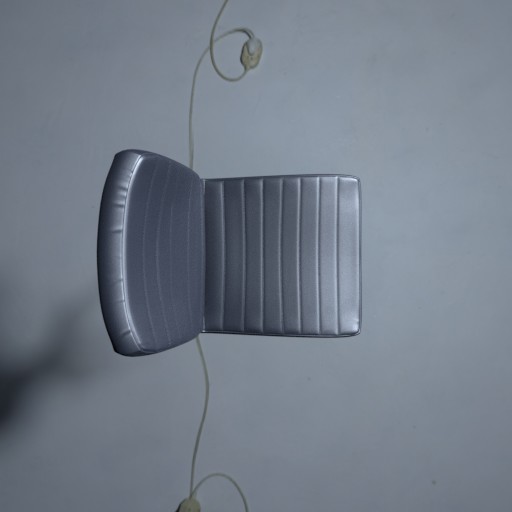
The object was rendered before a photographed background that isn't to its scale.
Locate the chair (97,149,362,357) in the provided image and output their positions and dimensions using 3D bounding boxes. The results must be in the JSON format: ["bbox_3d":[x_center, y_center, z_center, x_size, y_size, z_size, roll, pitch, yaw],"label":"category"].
[{"bbox_3d":[0.000,0.000,1.219,0.572,0.872,0.450,0,89,0],"label":"chair"}]
